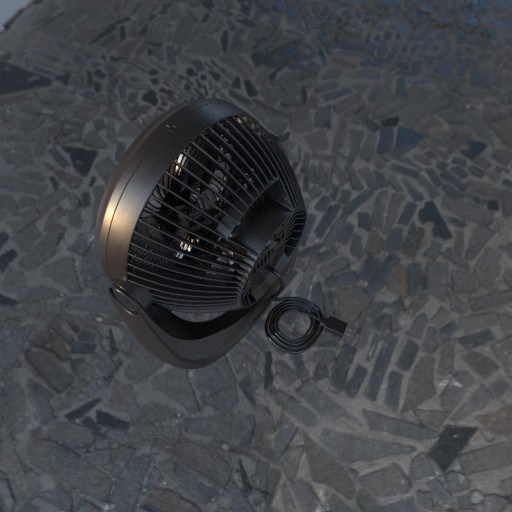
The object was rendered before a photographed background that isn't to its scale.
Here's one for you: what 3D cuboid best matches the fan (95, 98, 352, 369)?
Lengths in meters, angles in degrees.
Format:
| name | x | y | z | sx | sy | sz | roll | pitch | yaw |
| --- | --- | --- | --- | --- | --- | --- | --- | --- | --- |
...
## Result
| name | x | y | z | sx | sy | sz | roll | pitch | yaw |
| --- | --- | --- | --- | --- | --- | --- | --- | --- | --- |
| fan | 0.000 | 0.000 | 0.489 | 0.256 | 0.277 | 0.273 | 32 | 66 | 16 |
